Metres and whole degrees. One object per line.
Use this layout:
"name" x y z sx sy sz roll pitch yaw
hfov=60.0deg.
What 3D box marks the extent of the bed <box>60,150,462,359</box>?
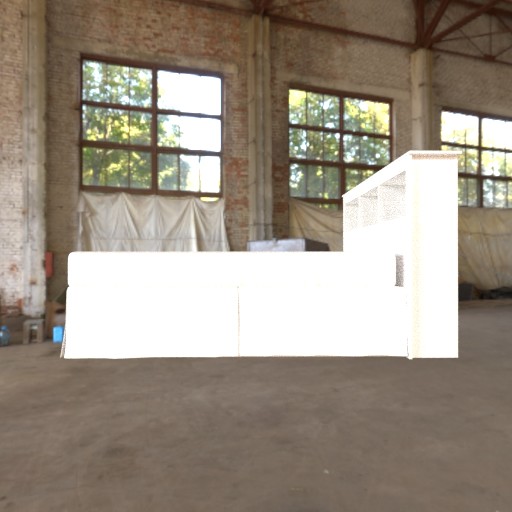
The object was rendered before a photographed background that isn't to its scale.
"bed" 0.000 0.000 3.133 2.133 1.092 1.671 0 0 -1
